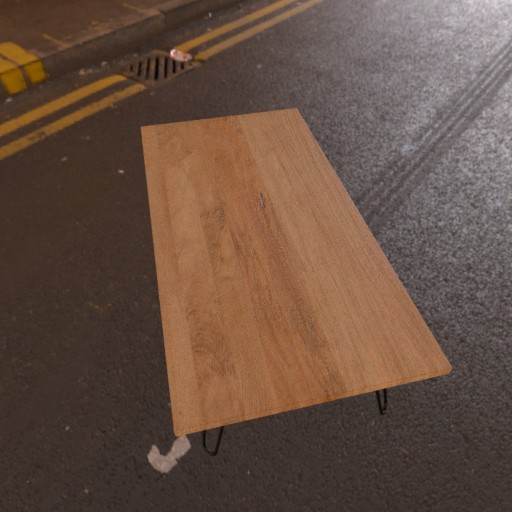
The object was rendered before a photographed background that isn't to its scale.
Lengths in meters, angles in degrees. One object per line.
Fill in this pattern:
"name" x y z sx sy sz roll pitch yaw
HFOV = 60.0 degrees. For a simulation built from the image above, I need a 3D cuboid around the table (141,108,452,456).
"table" 0.000 0.000 1.654 0.699 0.400 1.348 -10 47 -9
